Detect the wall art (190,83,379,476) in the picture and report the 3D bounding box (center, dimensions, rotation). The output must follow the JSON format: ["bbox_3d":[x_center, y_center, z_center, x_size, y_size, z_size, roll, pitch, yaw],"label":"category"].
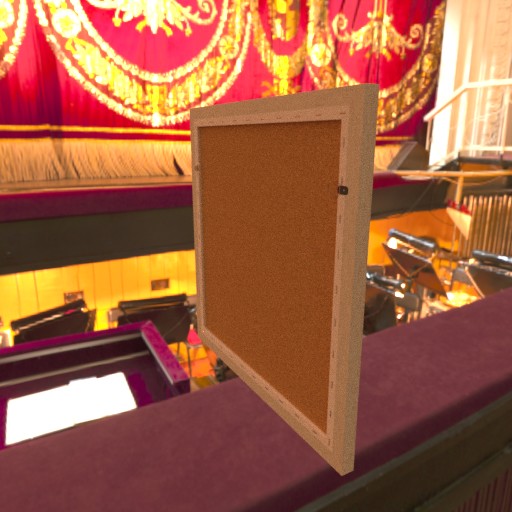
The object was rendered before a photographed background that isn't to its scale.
[{"bbox_3d":[0.000,0.000,1.526,0.045,1.016,1.016,-9,17,-29],"label":"wall art"}]
